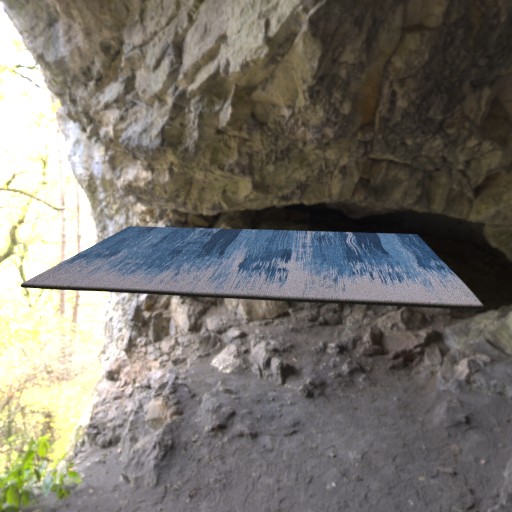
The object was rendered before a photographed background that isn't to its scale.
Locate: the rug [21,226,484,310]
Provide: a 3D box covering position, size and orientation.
[{"bbox_3d":[0.000,0.000,3.009,2.450,0.027,1.540,2,16,7],"label":"rug"}]
